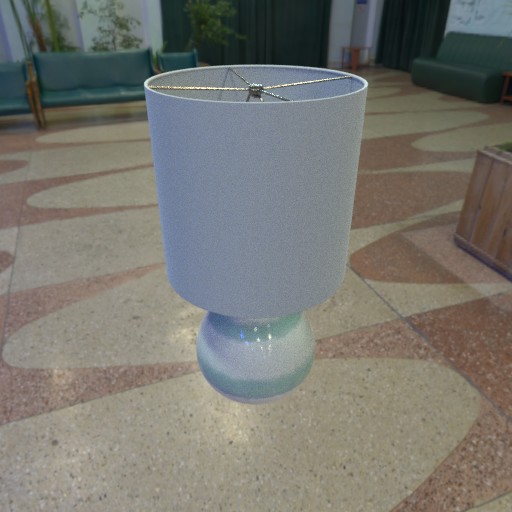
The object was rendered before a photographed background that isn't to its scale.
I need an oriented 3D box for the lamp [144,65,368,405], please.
[{"bbox_3d":[0.000,0.000,0.540,0.217,0.404,0.217,-9,32,-15],"label":"lamp"}]
